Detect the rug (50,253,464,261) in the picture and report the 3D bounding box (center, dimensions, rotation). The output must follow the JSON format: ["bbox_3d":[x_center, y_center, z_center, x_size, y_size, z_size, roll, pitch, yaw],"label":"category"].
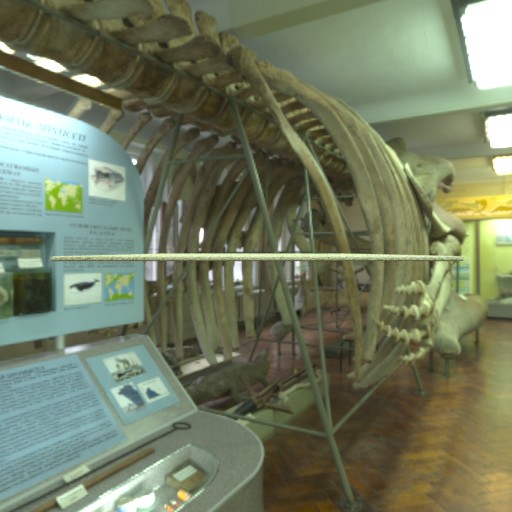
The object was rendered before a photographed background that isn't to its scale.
[{"bbox_3d":[0.000,0.000,4.106,2.438,0.029,3.047,0,1,0],"label":"rug"}]
